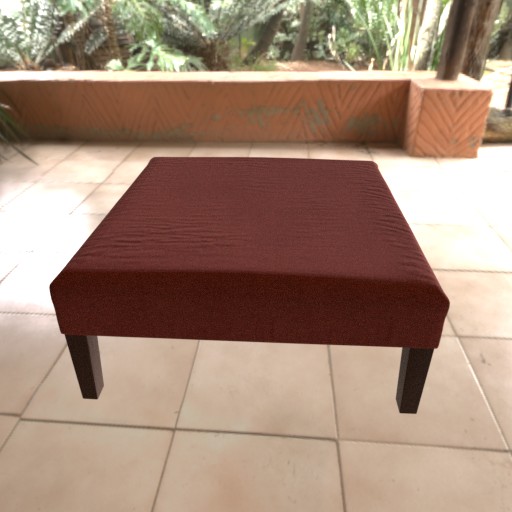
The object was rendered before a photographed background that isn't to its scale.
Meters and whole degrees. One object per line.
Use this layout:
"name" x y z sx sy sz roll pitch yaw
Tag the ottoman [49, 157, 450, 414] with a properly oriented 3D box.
"ottoman" 0.000 0.000 1.423 0.890 0.411 0.889 2 31 3
